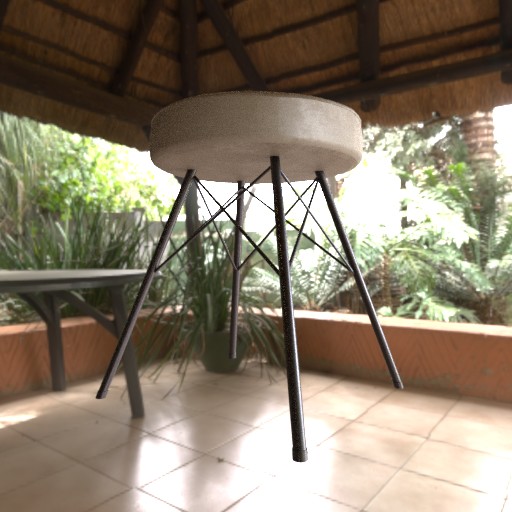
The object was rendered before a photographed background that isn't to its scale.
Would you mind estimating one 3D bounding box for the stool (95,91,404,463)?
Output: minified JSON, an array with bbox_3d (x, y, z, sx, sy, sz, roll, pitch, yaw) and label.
[{"bbox_3d":[0.000,0.000,0.877,0.457,0.538,0.423,0,0,36],"label":"stool"}]
